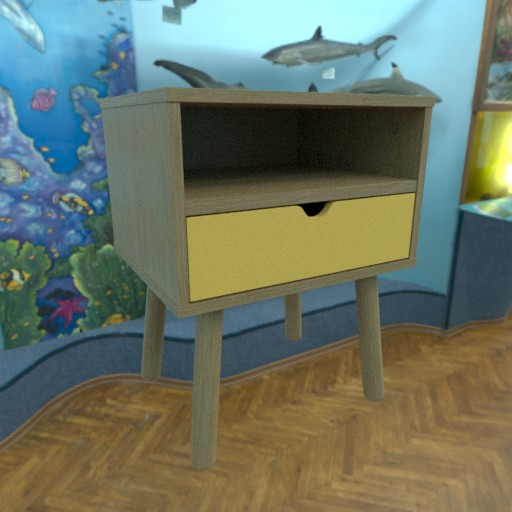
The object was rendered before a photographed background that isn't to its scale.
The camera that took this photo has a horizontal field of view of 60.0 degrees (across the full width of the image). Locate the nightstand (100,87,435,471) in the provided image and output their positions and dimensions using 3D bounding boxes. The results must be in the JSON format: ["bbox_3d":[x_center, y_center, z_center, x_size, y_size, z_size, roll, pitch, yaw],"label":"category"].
[{"bbox_3d":[0.000,0.000,0.851,0.450,0.571,0.380,-9,19,-28],"label":"nightstand"}]
